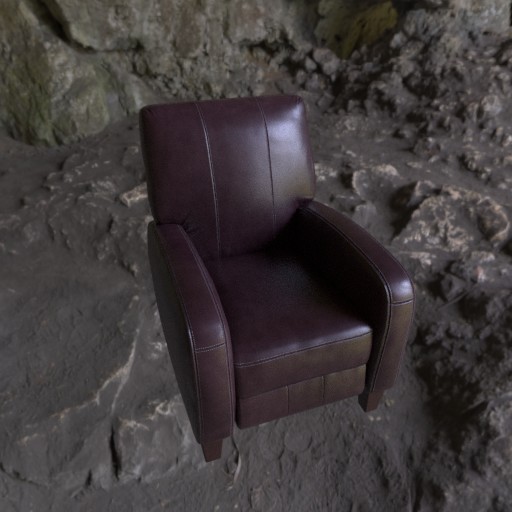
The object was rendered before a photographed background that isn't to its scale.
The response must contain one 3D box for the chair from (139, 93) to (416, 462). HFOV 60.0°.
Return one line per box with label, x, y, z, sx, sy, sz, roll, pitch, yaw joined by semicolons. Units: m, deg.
chair;0.000;0.000;1.655;0.762;0.990;0.990;-11;33;-16
